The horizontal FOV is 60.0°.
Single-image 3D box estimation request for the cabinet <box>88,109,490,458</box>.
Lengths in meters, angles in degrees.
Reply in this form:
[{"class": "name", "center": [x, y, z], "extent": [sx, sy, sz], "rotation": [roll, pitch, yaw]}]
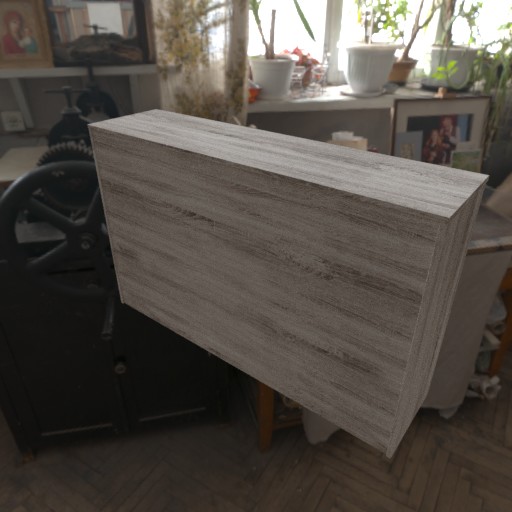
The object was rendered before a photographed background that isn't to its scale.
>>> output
[{"class": "cabinet", "center": [0.000, 0.000, 1.782], "extent": [1.450, 0.900, 0.380], "rotation": [21, 36, 32]}]
